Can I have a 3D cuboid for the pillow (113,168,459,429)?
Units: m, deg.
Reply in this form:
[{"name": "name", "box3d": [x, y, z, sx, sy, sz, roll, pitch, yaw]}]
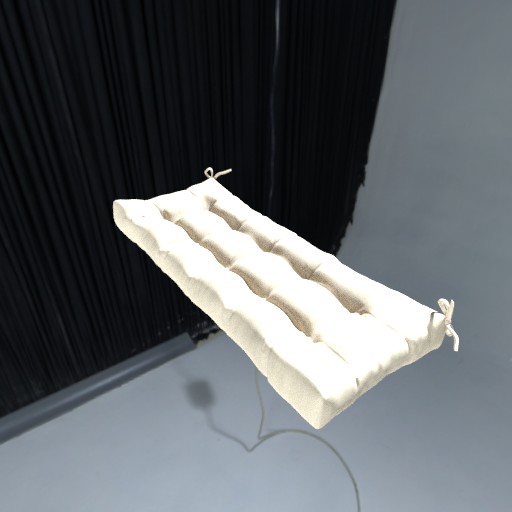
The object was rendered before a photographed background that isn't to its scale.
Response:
[{"name": "pillow", "box3d": [0.000, 0.000, 1.377, 0.511, 0.174, 1.194, -21, 38, -30]}]
